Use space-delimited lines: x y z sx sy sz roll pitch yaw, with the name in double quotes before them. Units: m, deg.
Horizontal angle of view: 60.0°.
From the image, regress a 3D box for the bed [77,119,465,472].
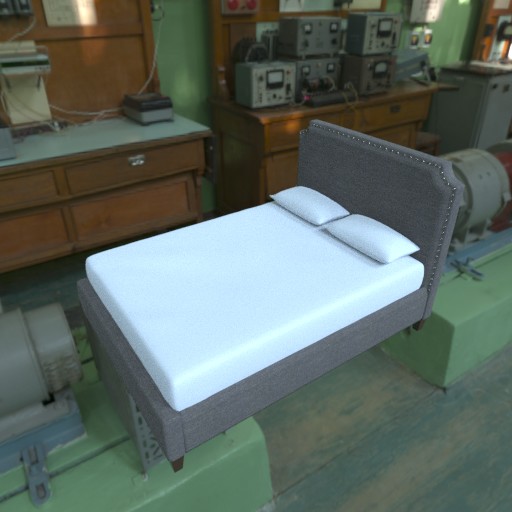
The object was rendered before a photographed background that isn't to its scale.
"bed" 0.000 0.000 3.428 2.381 1.457 1.713 -20 36 -29
